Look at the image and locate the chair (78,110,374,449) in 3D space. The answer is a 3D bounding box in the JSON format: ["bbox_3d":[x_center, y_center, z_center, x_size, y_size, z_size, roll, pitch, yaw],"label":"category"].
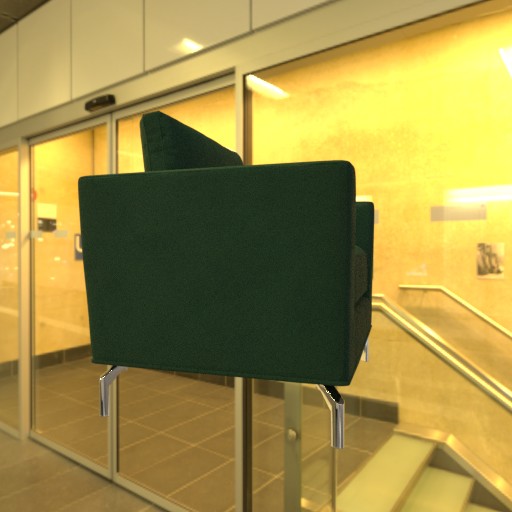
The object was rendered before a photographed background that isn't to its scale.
[{"bbox_3d":[0.000,0.000,1.746,0.852,0.997,1.047,0,1,18],"label":"chair"}]
